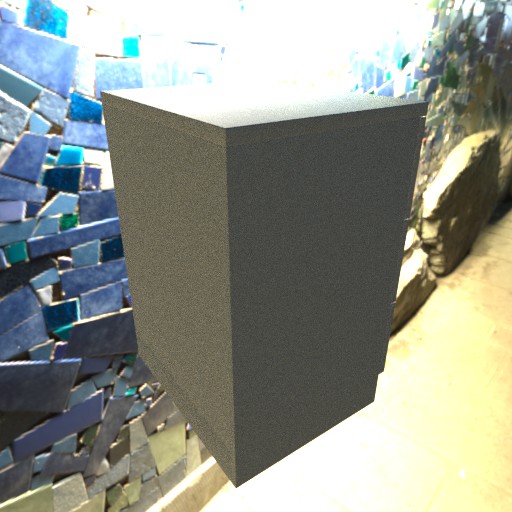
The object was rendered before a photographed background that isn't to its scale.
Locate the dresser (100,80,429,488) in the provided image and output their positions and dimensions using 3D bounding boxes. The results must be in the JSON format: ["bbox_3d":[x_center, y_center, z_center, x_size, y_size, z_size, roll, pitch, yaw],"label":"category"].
[{"bbox_3d":[0.000,0.000,0.817,0.360,0.560,0.400,-18,32,-31],"label":"dresser"}]
